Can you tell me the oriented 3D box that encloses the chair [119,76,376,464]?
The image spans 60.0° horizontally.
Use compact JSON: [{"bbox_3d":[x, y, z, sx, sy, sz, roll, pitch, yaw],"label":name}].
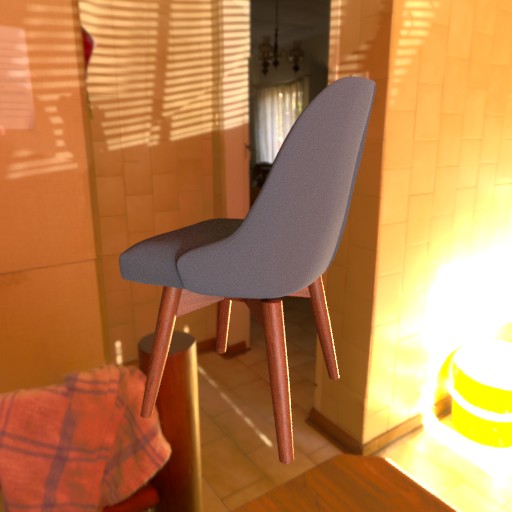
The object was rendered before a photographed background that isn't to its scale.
[{"bbox_3d":[0.000,0.000,1.230,0.589,0.882,0.503,7,16,24],"label":"chair"}]
